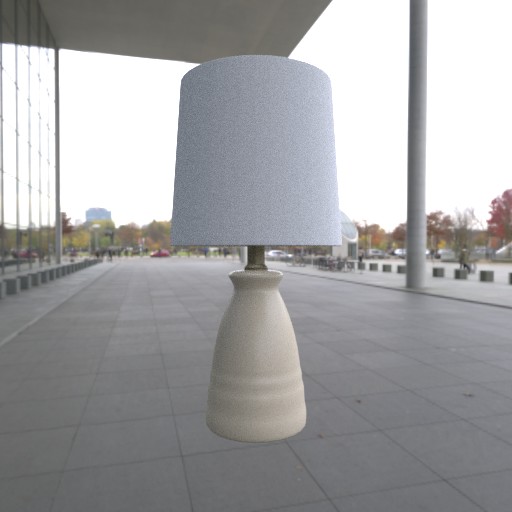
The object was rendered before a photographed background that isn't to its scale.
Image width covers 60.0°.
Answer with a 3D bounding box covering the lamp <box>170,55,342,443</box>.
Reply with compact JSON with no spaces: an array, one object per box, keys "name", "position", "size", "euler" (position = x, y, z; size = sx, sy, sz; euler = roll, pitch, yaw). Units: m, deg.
[{"name":"lamp","position":[0.000,0.000,0.489],"size":[0.186,0.369,0.186],"euler":[0,1,0]}]
